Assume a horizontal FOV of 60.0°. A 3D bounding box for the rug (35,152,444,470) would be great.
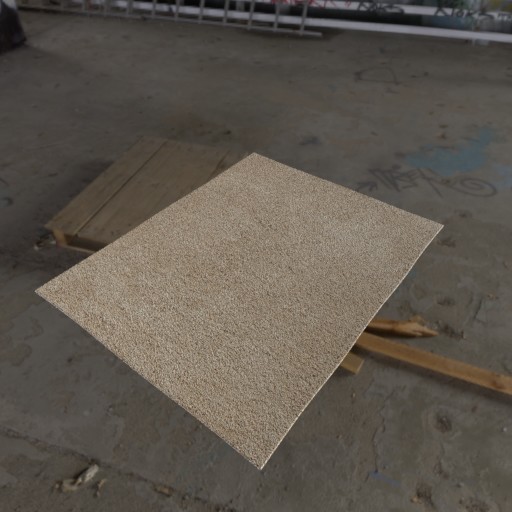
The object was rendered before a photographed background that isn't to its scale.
[{"bbox_3d":[0.000,0.000,4.080,2.400,0.025,3.000,27,49,27],"label":"rug"}]
